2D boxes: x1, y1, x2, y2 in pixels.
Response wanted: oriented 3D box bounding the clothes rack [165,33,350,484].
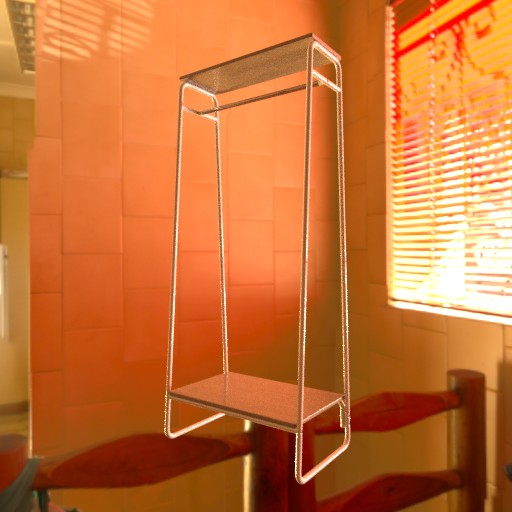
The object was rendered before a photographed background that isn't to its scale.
[{"bbox_3d":[0.000,0.000,1.779,0.640,1.512,0.400,0,0,36],"label":"clothes rack"}]
